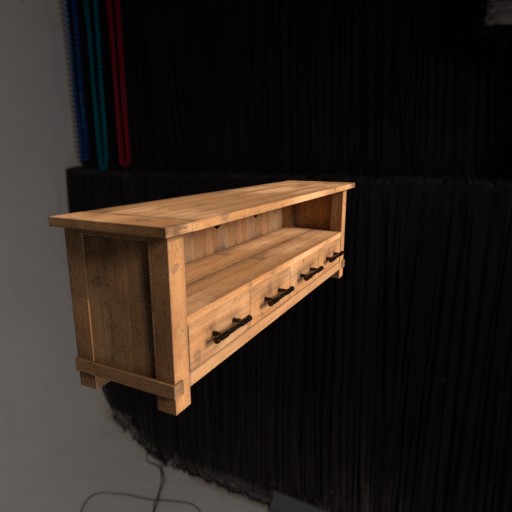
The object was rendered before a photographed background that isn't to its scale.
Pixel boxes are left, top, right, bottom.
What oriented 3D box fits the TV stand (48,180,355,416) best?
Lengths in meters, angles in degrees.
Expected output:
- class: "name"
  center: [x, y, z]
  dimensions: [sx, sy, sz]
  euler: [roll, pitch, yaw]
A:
- class: "TV stand"
  center: [0.000, 0.000, 2.050]
  dimensions: [0.453, 0.573, 1.804]
  euler: [7, 15, 26]
